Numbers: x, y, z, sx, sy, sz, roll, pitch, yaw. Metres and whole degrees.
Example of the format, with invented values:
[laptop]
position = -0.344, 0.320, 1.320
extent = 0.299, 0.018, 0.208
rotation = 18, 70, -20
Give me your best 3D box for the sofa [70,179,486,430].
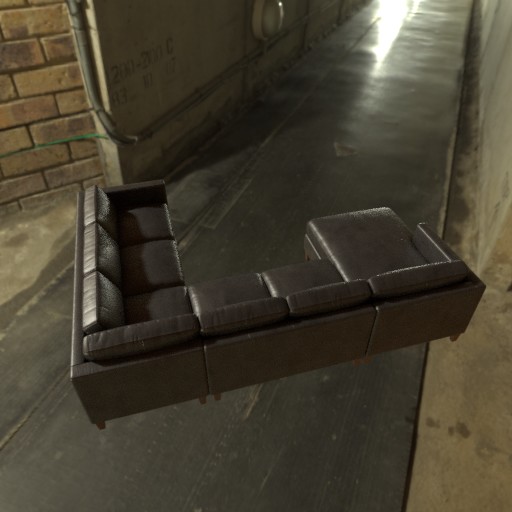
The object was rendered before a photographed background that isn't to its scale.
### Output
[sofa]
position = 0.000, 0.000, 4.425
extent = 3.324, 0.891, 2.452
rotation = -10, 42, -12
